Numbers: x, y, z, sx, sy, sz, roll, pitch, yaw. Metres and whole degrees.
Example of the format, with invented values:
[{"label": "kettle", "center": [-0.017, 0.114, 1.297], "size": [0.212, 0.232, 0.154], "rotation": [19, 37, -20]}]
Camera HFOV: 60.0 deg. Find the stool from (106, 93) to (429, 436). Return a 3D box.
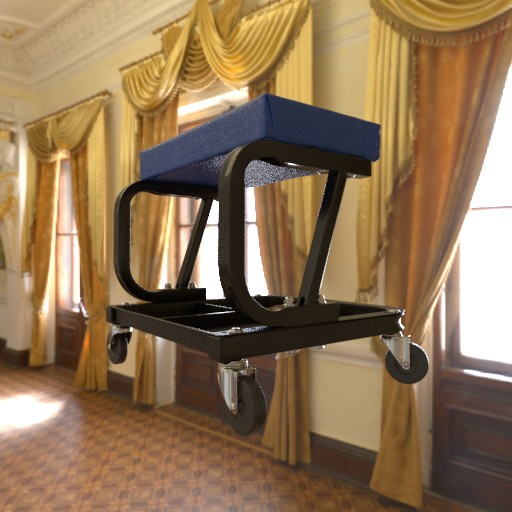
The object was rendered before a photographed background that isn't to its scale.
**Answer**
[{"label": "stool", "center": [0.000, 0.000, 0.725], "size": [0.371, 0.380, 0.446], "rotation": [0, 0, -37]}]
